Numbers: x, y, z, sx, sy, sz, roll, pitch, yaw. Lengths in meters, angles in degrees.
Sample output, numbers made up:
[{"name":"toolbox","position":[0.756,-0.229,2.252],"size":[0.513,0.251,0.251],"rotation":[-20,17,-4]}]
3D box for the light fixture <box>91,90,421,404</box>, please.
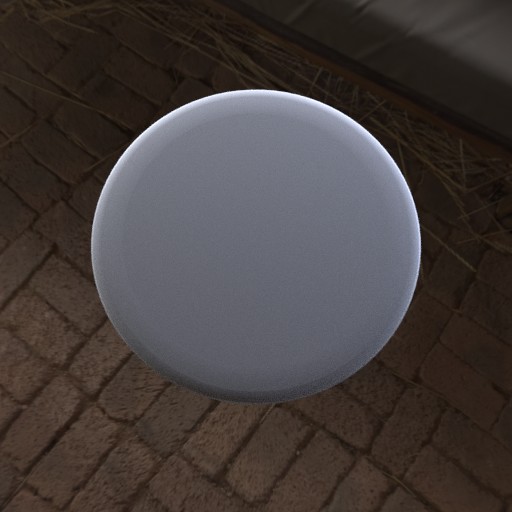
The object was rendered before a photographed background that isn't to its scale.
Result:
[{"name":"light fixture","position":[0.000,0.000,0.638],"size":[0.393,0.229,0.393],"rotation":[0,75,0]}]
